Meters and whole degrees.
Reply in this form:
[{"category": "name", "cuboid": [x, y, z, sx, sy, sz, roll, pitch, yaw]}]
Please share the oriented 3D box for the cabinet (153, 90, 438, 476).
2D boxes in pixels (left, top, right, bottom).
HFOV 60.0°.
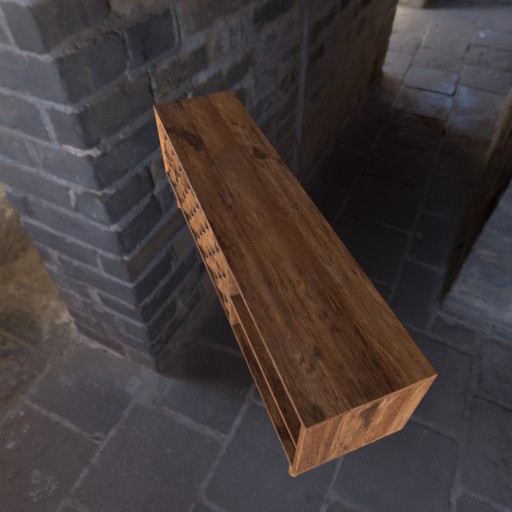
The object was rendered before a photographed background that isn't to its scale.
[{"category": "cabinet", "cuboid": [0.000, 0.000, 1.649, 0.349, 0.528, 1.448, -17, 50, -14]}]
